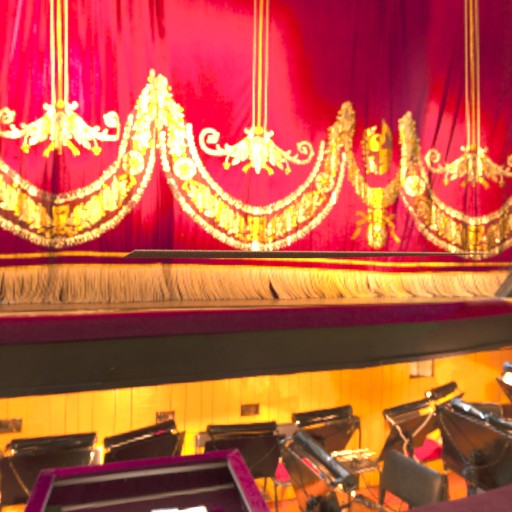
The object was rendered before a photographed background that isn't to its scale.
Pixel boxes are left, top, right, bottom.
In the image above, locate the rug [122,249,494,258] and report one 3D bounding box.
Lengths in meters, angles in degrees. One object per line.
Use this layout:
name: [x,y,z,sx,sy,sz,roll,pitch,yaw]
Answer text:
rug: [0.000,0.000,2.028,1.146,0.006,1.556,0,-1,-18]
